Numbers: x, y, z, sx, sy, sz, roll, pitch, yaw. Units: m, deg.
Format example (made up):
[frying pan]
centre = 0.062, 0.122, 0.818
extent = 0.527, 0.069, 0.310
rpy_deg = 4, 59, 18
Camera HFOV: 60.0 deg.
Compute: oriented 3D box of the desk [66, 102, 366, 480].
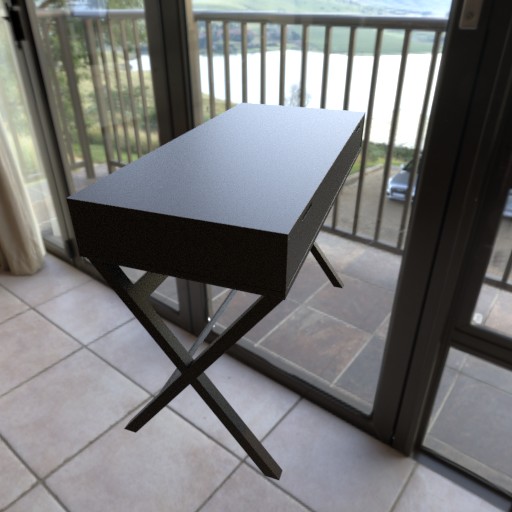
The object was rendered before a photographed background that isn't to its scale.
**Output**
[desk]
centre = 0.000, 0.000, 1.522
extent = 0.504, 0.780, 1.057
rpy_deg = 10, 32, 17
